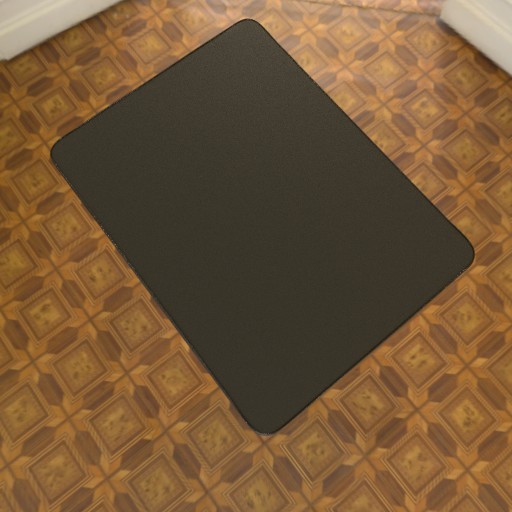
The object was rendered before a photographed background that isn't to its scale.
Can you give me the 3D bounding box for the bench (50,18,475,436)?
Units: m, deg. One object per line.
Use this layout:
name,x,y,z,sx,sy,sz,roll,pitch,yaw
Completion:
bench,0.000,0.000,0.756,0.321,0.500,0.424,-38,78,-9
